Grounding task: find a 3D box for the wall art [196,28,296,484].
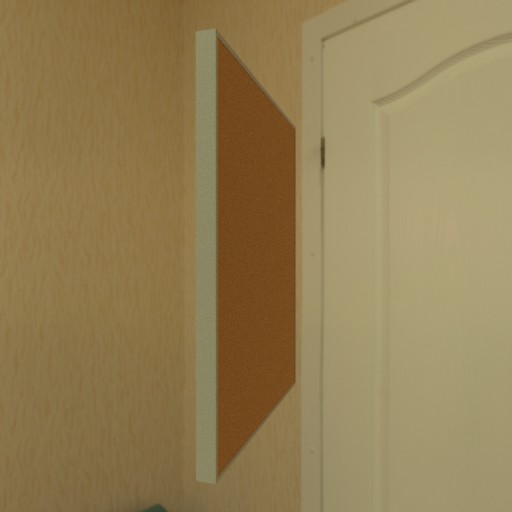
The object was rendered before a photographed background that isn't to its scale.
[{"bbox_3d":[0.000,0.000,1.042,0.055,0.763,0.611,0,0,18],"label":"wall art"}]
